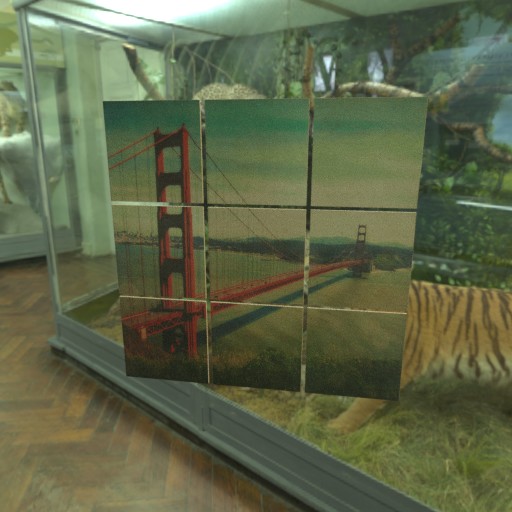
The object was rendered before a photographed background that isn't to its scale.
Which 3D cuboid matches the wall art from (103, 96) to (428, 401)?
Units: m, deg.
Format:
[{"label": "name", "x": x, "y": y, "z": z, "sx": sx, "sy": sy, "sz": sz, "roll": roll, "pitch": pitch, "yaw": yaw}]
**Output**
[{"label": "wall art", "x": 0.000, "y": 0.000, "z": 2.252, "sx": 1.519, "sy": 1.507, "sz": 0.014, "roll": 2, "pitch": 15, "yaw": 9}]
